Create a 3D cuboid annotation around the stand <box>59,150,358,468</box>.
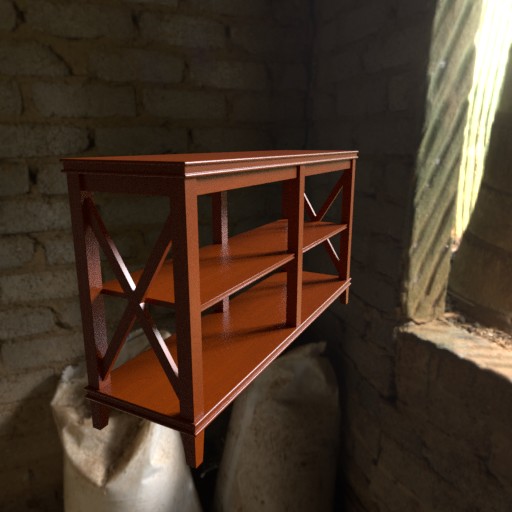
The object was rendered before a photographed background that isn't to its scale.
[{"bbox_3d":[0.000,0.000,1.690,0.381,0.762,1.372,7,16,27],"label":"stand"}]
